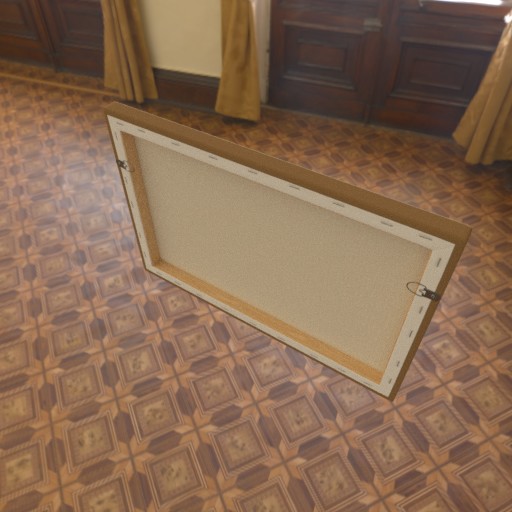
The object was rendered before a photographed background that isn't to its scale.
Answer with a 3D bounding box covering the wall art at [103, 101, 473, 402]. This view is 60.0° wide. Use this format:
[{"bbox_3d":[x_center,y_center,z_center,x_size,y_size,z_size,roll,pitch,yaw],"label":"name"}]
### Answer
[{"bbox_3d":[0.000,0.000,0.491,0.380,0.254,0.019,25,50,23],"label":"wall art"}]
